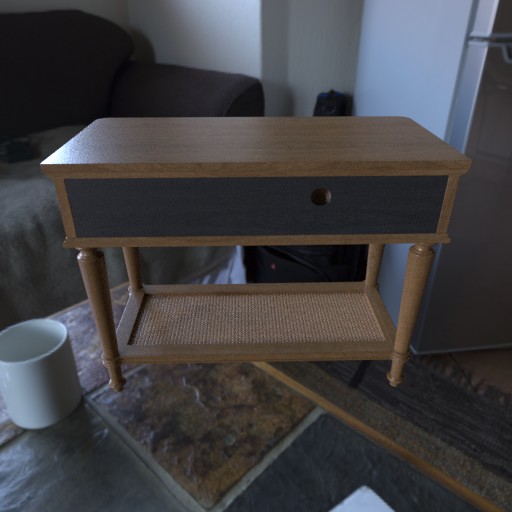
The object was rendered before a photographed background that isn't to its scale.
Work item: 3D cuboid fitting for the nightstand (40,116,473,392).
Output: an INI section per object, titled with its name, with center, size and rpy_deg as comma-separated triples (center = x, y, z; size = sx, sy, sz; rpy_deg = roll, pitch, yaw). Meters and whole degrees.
[nightstand]
center = 0.000, 0.000, 1.296
size = 0.914, 0.700, 0.432
rpy_deg = -1, 30, -1
